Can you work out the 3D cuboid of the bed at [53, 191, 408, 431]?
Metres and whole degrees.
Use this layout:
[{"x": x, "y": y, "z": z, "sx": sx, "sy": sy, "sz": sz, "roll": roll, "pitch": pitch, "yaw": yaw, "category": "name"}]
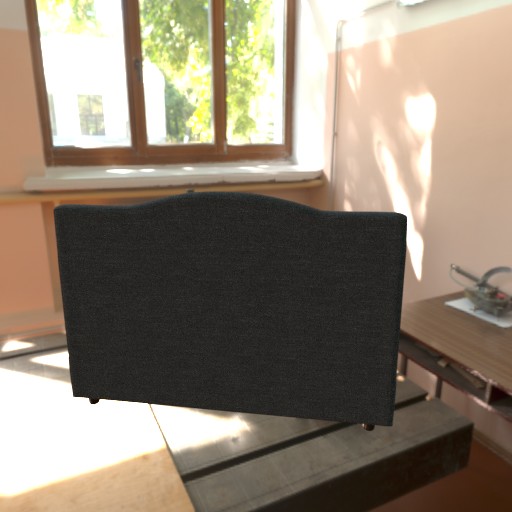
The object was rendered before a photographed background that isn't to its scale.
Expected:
[{"x": 0.000, "y": 0.000, "z": 3.930, "sx": 2.161, "sy": 1.457, "sz": 2.689, "roll": 2, "pitch": 16, "yaw": 8, "category": "bed"}]
